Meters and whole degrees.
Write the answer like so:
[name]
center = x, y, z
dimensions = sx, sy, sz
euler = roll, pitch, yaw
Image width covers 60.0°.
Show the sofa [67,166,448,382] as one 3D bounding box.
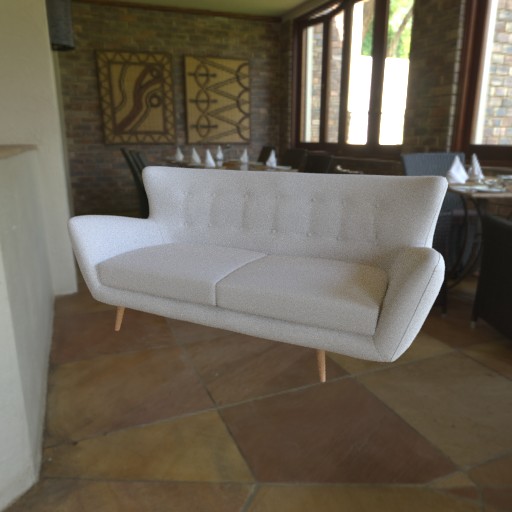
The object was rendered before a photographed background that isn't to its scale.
[sofa]
center = 0.000, 0.000, 2.417
dimensions = 1.930, 0.890, 0.899
euler = 7, 17, 26
